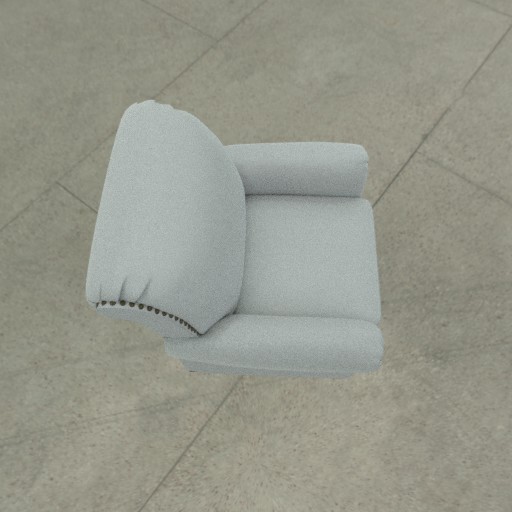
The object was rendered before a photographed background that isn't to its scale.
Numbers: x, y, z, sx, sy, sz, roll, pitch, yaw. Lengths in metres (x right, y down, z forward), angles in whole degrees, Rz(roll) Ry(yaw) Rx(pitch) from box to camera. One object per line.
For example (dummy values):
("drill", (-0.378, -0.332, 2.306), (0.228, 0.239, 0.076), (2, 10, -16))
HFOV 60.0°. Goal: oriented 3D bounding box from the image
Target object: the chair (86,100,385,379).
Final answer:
("chair", (0.000, 0.000, 1.623), (0.890, 0.927, 0.854), (2, 65, 1))
